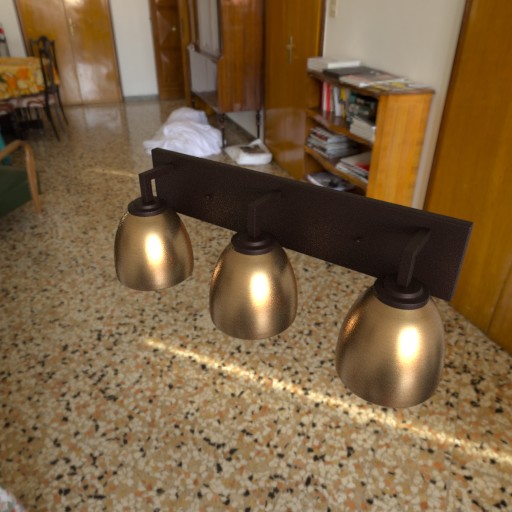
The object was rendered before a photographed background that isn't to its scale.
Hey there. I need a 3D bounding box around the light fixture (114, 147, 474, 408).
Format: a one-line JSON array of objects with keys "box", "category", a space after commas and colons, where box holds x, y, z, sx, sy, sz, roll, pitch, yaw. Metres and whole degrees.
[{"box": [0.000, 0.000, 0.671, 0.582, 0.204, 0.157, 19, 36, 29], "category": "light fixture"}]
